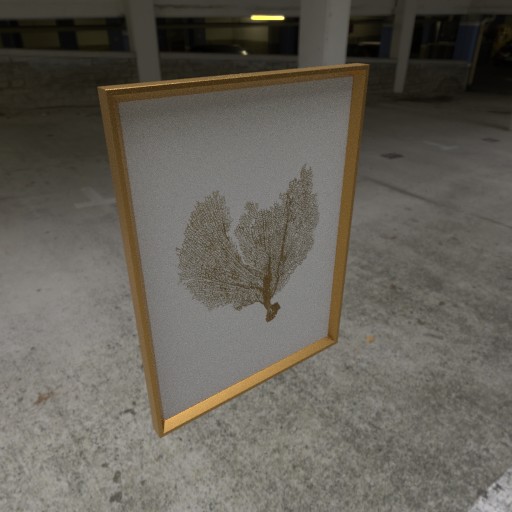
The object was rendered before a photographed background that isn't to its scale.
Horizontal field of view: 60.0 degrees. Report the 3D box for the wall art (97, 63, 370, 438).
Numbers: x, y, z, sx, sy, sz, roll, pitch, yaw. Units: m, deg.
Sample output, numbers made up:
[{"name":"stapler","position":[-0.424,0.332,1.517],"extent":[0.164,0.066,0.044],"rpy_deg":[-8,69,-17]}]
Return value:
[{"name":"wall art","position":[0.000,0.000,1.060],"extent":[0.610,0.812,0.038],"rpy_deg":[-19,35,-31]}]
